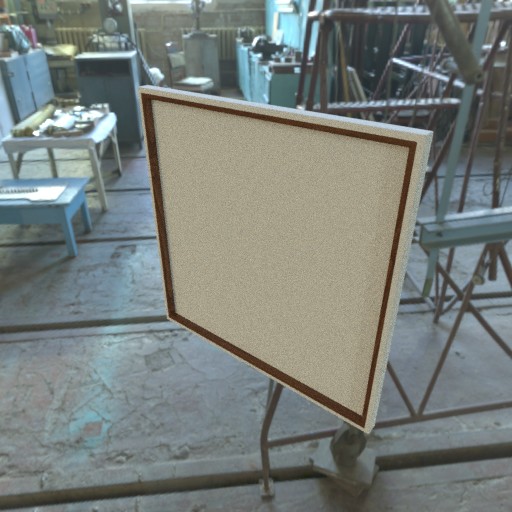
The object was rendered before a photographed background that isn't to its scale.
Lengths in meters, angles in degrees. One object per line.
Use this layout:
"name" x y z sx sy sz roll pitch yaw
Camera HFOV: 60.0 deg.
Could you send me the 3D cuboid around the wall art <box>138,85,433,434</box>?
"wall art" 0.000 0.000 1.147 0.757 0.757 0.037 22 37 32
